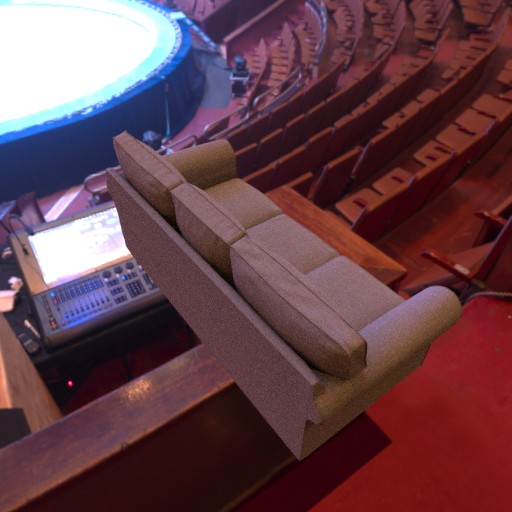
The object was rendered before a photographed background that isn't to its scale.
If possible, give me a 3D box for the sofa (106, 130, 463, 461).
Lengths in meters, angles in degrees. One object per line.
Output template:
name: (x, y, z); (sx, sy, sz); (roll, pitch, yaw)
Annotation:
sofa: (0.000, 0.000, 2.575); (0.916, 0.961, 2.084); (-26, 48, -27)
